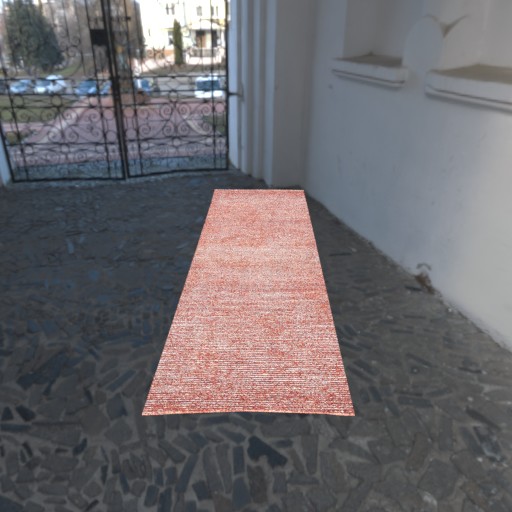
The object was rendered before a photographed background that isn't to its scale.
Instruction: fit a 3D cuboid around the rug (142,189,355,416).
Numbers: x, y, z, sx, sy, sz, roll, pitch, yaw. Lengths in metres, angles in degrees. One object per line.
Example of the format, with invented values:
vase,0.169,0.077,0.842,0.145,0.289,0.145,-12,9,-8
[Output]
rug,0.000,0.000,2.530,0.718,0.013,2.353,1,27,1
